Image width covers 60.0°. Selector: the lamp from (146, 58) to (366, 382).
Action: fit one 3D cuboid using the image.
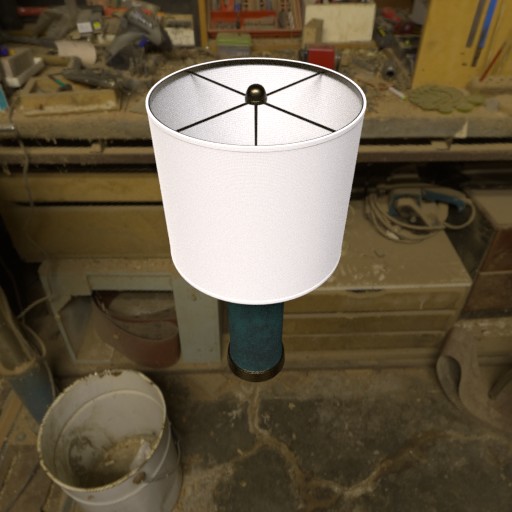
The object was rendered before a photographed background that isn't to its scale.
[{"bbox_3d":[0.000,0.000,0.815,0.301,0.630,0.301,0,42,0],"label":"lamp"}]
